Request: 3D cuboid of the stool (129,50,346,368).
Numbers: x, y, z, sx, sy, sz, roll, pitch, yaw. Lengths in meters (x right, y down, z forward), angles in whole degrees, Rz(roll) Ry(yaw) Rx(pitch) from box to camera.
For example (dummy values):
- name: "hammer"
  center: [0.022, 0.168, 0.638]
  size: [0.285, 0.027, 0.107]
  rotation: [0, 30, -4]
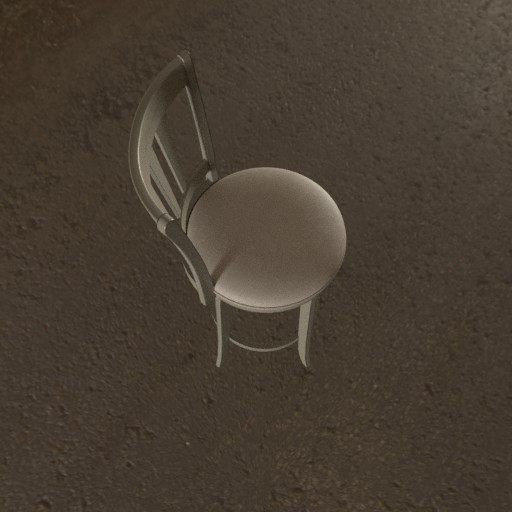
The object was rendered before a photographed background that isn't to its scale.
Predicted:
- name: "stool"
  center: [0.000, 0.000, 1.282]
  size: [0.475, 1.042, 0.436]
  rotation: [0, 63, 0]
